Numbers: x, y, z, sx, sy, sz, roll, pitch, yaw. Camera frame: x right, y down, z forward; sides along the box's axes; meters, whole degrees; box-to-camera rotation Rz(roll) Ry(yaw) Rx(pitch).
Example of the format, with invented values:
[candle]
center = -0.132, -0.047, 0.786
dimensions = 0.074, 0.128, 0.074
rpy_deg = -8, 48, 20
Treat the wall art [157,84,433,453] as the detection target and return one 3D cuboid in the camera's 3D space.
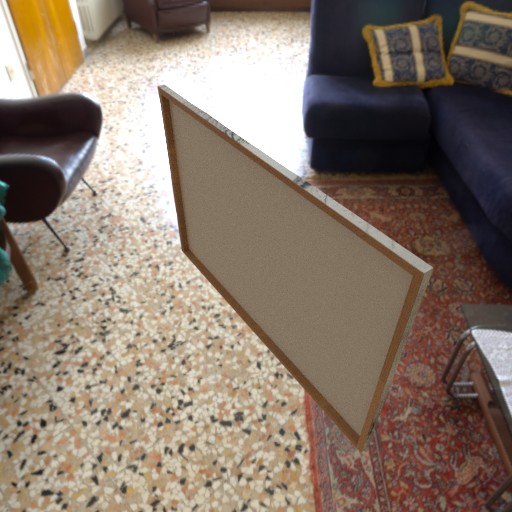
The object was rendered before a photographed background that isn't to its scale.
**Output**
[wall art]
center = 0.000, 0.000, 1.156
dimensions = 0.023, 0.607, 0.914
rpy_deg = -25, 48, -26
